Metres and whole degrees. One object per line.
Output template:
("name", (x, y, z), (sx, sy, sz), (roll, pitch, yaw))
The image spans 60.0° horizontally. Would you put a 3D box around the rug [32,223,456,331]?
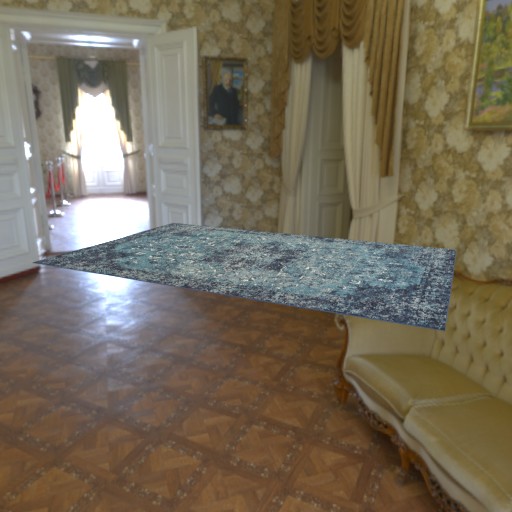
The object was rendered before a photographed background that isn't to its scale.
("rug", (0.000, 0.000, 2.992), (2.440, 0.007, 1.525), (7, 16, 24))
